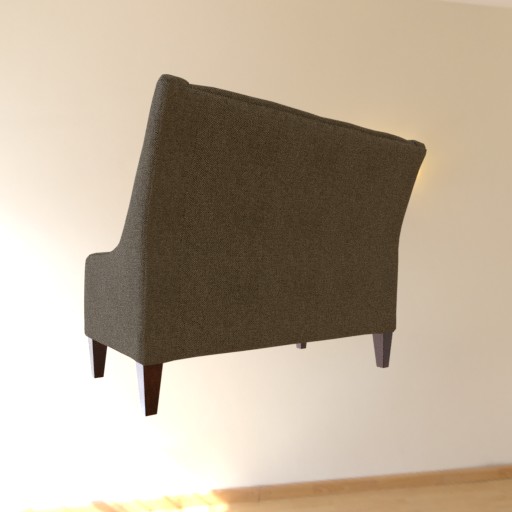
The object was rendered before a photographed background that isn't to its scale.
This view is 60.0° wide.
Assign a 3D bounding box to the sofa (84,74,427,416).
[{"bbox_3d":[0.000,0.000,1.914,1.242,1.021,0.870,1,-2,-35],"label":"sofa"}]
